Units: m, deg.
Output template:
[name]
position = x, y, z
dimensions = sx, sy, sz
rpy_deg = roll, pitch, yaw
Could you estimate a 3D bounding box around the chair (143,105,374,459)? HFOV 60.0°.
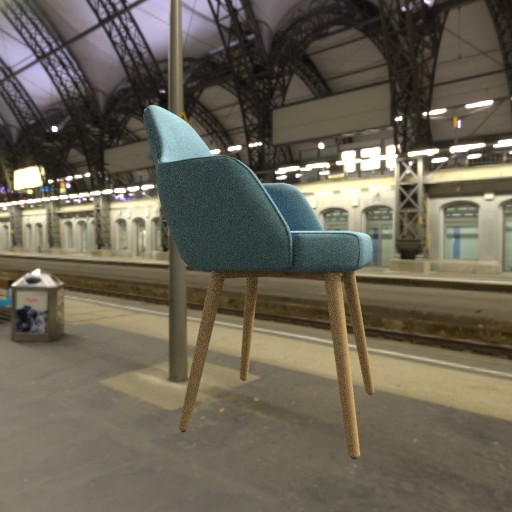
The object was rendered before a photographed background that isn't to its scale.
[chair]
position = 0.000, 0.000, 1.334
dimensions = 0.666, 0.920, 0.589
rpy_deg = 1, 2, 19
